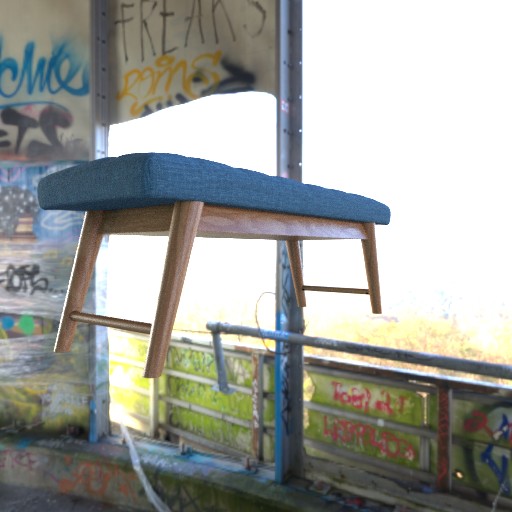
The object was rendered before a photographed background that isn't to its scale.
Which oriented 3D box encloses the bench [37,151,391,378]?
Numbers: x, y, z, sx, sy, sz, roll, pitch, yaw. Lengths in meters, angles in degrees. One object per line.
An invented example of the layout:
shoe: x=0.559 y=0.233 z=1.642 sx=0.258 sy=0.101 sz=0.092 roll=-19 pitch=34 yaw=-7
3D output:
bench: x=0.000 y=0.000 z=1.328 sx=0.406 sy=0.432 sz=1.118 roll=1 pitch=1 yaw=38
